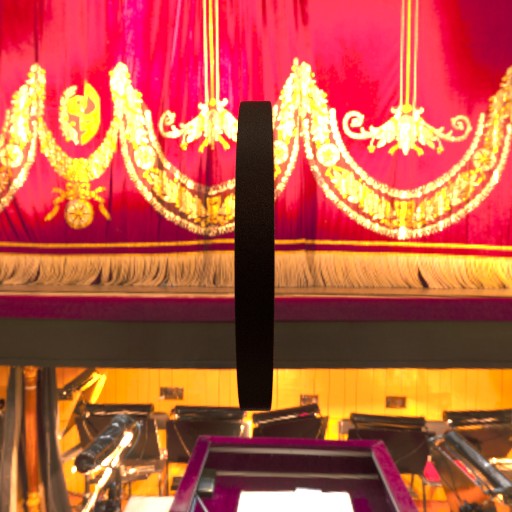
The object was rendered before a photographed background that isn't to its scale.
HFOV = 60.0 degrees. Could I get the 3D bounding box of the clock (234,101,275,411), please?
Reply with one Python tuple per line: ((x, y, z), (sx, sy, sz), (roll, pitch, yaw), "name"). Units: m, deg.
((0.000, 0.000, 0.474), (0.029, 0.314, 0.314), (0, 1, 0), "clock")
